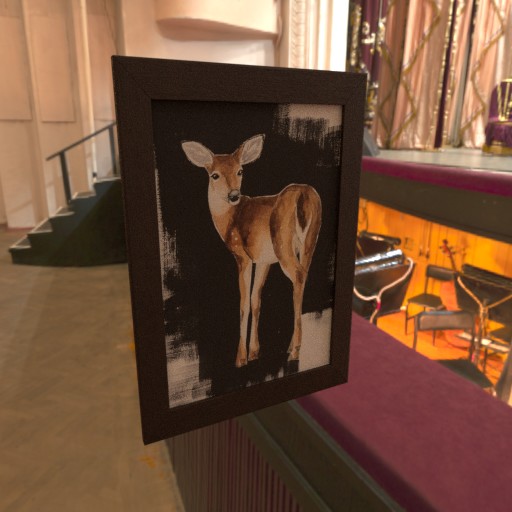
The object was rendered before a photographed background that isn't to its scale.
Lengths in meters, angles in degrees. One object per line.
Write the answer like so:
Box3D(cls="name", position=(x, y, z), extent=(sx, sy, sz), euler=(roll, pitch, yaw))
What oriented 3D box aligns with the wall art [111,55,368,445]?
Box3D(cls="wall art", position=(0.000, 0.000, 0.639), extent=(0.359, 0.508, 0.013), euler=(-8, 18, -26))
